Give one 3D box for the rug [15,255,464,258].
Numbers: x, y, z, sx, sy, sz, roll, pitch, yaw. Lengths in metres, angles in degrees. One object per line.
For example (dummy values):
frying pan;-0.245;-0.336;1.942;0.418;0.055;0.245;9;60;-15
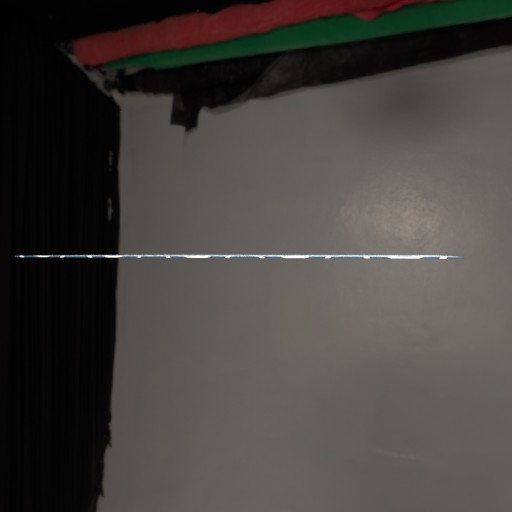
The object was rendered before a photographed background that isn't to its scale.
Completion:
rug;0.000;0.000;4.239;3.353;0.010;2.438;0;0;18
